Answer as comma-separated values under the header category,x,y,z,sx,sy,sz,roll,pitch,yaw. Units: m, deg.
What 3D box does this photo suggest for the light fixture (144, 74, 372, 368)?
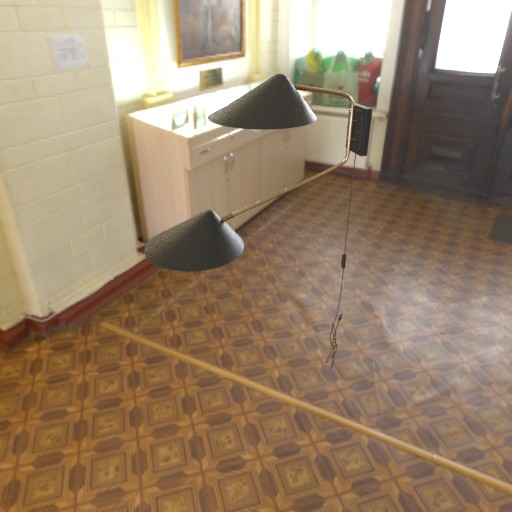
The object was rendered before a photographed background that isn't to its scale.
category,x,y,z,sx,sy,sz,roll,pitch,yaw
light fixture,0.000,0.000,0.873,0.422,0.665,0.189,-8,30,-15
